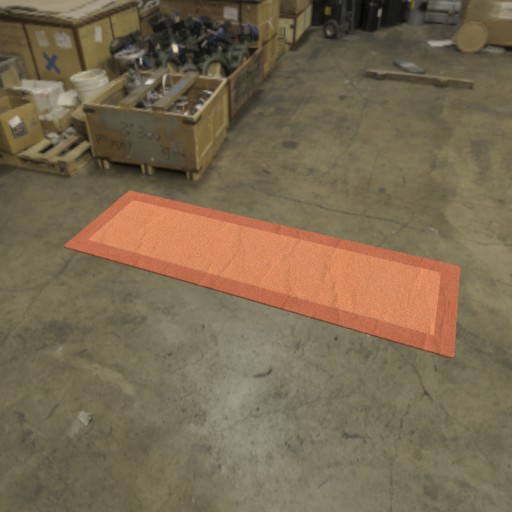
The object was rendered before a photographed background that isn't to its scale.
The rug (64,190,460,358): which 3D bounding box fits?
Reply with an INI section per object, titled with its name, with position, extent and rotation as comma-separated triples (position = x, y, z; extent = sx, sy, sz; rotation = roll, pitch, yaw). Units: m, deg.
[rug]
position = 0.000, 0.000, 2.827
extent = 2.471, 0.013, 0.914
rotation = 12, 41, 14
